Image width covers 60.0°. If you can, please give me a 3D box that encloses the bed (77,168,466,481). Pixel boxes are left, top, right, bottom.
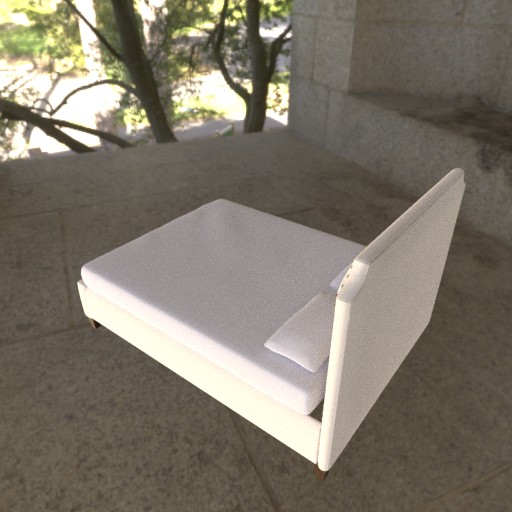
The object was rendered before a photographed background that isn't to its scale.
[{"bbox_3d":[0.000,0.000,3.366,2.372,1.497,1.712,22,38,31],"label":"bed"}]
